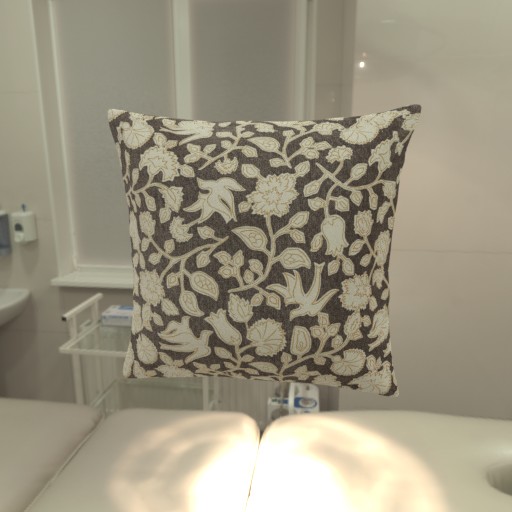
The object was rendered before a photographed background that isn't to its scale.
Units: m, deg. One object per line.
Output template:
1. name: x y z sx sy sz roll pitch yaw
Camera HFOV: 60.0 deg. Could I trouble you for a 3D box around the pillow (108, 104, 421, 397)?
1. pillow: 0.000 0.000 0.788 0.526 0.507 0.166 2 13 8
